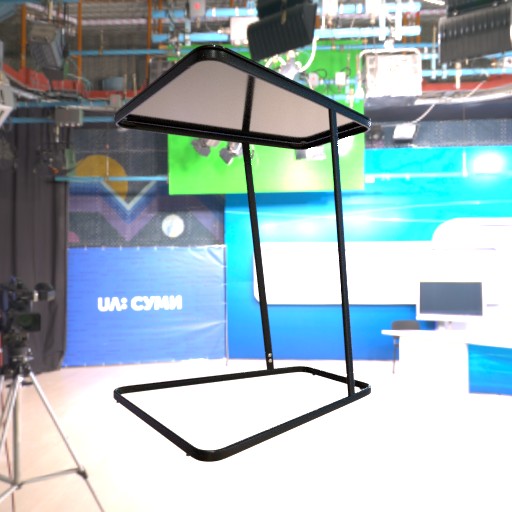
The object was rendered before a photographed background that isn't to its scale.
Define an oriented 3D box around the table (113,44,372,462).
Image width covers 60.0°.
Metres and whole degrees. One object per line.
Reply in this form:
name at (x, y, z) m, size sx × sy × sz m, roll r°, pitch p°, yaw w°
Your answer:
table at (0.000, 0.000, 0.963) m, size 0.500 × 0.624 × 0.427 m, roll 1°, pitch -1°, yaw -36°
